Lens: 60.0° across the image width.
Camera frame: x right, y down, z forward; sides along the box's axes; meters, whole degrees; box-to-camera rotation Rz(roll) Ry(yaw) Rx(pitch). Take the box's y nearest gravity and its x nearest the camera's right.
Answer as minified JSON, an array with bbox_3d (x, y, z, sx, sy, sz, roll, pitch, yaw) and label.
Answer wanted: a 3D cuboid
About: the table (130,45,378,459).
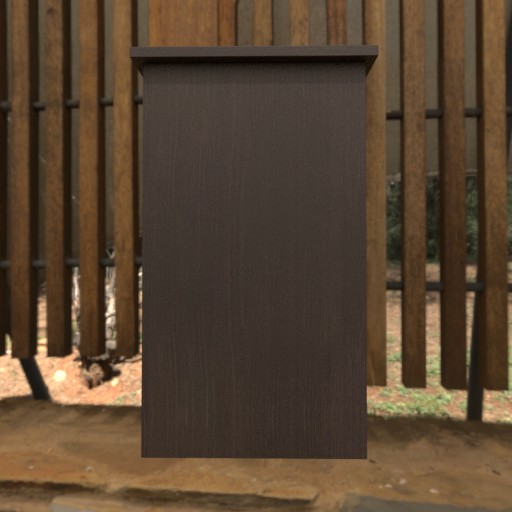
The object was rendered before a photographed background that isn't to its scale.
[{"bbox_3d":[0.000,0.000,0.913,0.381,0.635,0.480,0,-1,1],"label":"table"}]
